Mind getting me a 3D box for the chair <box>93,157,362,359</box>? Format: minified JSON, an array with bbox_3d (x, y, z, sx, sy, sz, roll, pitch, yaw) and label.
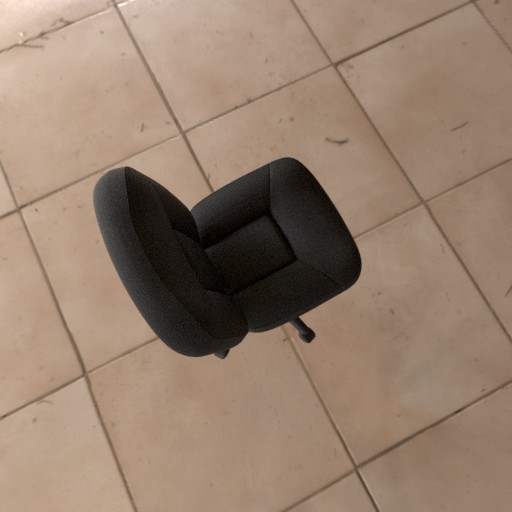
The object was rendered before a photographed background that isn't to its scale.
[{"bbox_3d":[0.000,0.000,1.336,0.610,0.972,0.610,-27,77,-7],"label":"chair"}]
